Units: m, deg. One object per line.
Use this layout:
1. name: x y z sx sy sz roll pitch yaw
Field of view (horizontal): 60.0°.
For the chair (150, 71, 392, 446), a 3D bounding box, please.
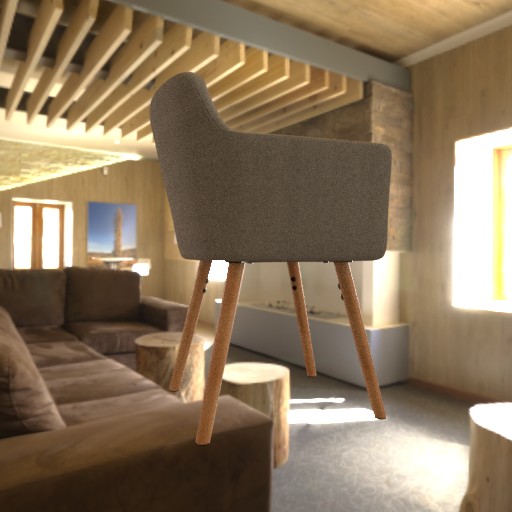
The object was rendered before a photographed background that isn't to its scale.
1. chair: 0.000 0.000 1.167 0.540 0.780 0.570 0 1 -19
